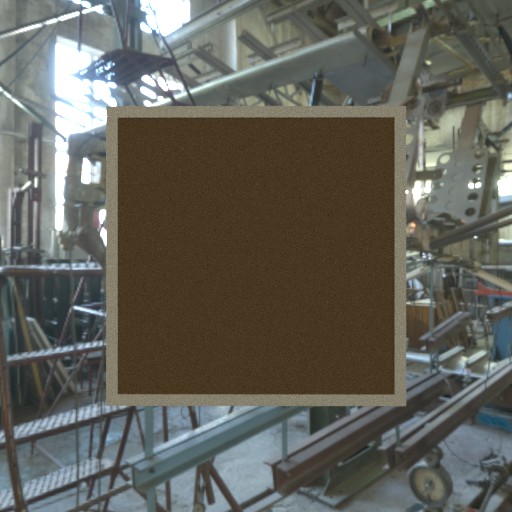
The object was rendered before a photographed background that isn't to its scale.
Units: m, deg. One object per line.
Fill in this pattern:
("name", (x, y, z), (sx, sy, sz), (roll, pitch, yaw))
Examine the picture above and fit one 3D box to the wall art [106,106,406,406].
("wall art", (0.000, 0.000, 1.208), (0.812, 0.812, 0.015), (0, 0, 0))
